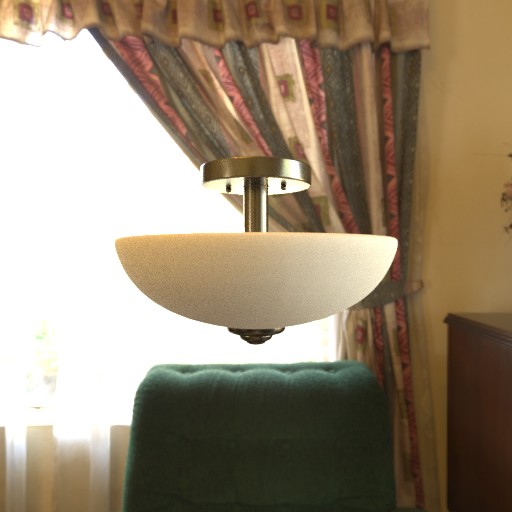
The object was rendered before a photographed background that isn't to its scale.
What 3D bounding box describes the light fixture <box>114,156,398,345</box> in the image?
[{"bbox_3d":[0.000,0.000,0.542,0.330,0.214,0.330,0,0,0],"label":"light fixture"}]
